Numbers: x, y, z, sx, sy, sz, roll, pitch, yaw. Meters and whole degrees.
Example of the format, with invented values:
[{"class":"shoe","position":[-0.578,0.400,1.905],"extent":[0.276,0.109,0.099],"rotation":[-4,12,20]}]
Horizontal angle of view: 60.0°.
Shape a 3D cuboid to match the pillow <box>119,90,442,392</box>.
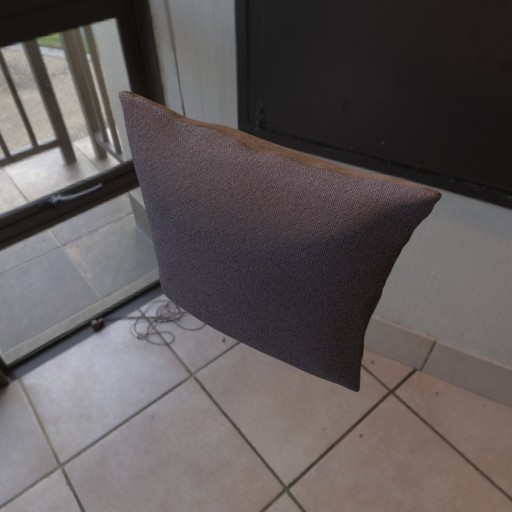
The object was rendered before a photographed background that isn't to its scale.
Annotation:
[{"class":"pillow","position":[0.000,0.000,0.694],"extent":[0.452,0.439,0.204],"rotation":[24,51,21]}]
